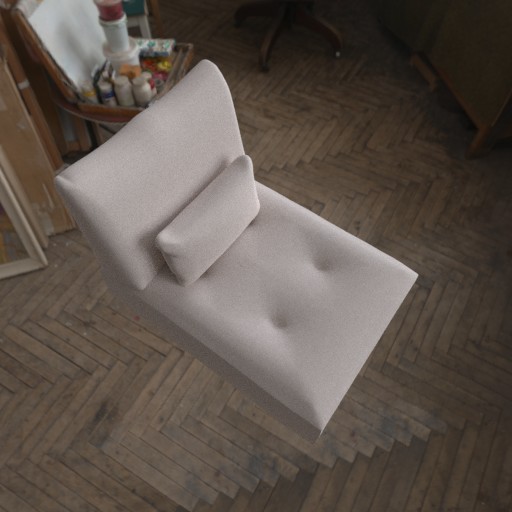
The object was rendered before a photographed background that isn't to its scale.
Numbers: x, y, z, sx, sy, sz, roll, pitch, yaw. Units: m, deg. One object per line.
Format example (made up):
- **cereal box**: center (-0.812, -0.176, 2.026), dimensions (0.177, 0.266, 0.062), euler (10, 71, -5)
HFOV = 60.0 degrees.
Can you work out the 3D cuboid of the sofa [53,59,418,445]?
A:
- **sofa**: center (0.000, 0.000, 1.561), dimensions (1.000, 0.820, 0.700), euler (32, 64, 18)
